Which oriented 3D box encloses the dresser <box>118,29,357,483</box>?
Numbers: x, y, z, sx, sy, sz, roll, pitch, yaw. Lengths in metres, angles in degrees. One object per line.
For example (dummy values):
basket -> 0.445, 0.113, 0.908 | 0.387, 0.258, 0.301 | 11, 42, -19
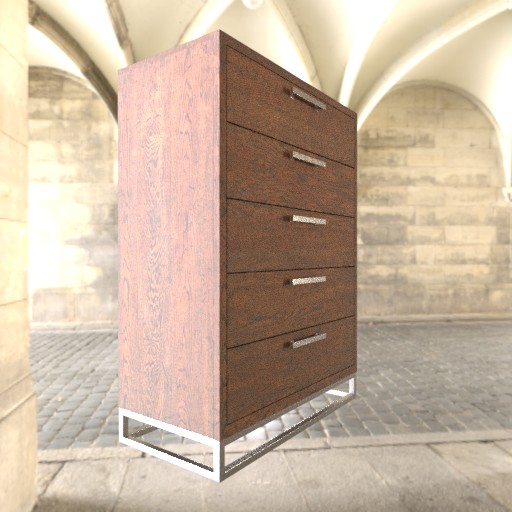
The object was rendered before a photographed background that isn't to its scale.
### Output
dresser -> 0.000, 0.000, 1.810 | 0.508, 1.321, 0.965 | 0, 0, 37
